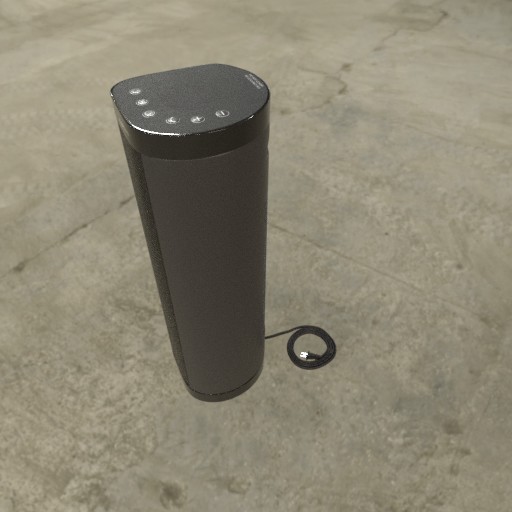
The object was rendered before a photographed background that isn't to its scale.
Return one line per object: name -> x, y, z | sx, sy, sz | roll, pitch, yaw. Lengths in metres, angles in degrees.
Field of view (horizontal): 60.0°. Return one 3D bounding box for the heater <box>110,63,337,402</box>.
heater -> 0.000, 0.000, 0.703 | 0.312, 0.552, 0.174 | -18, 48, -17
